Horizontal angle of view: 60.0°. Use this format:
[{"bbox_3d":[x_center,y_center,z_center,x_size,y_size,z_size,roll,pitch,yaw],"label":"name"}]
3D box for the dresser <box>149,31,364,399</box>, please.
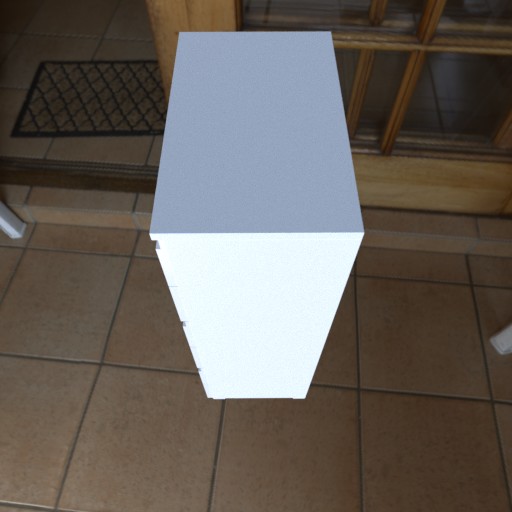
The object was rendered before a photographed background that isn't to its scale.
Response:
[{"bbox_3d":[0.000,0.000,1.500,0.400,1.190,0.650,0,58,0],"label":"dresser"}]
